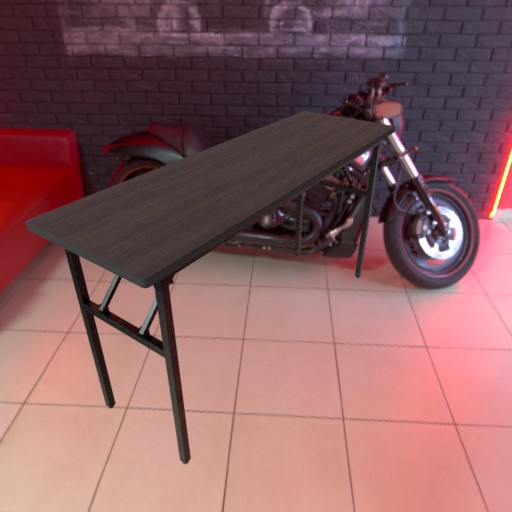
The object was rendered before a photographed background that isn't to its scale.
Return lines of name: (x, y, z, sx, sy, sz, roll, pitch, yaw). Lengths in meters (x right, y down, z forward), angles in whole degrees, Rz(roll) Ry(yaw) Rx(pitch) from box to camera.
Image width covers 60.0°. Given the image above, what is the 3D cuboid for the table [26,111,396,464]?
table: (0.000, 0.000, 1.698, 0.449, 0.750, 1.399, 21, 37, 30)
